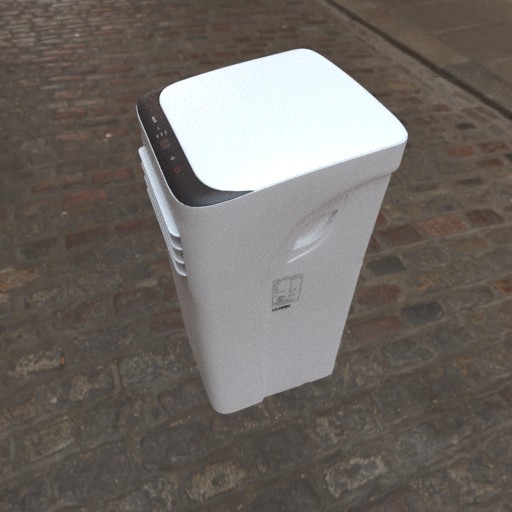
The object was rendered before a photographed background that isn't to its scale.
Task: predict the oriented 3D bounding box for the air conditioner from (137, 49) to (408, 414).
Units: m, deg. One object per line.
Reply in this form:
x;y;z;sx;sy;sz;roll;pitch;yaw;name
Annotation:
0.000;0.000;0.948;0.369;0.716;0.352;-16;48;-15;air conditioner
